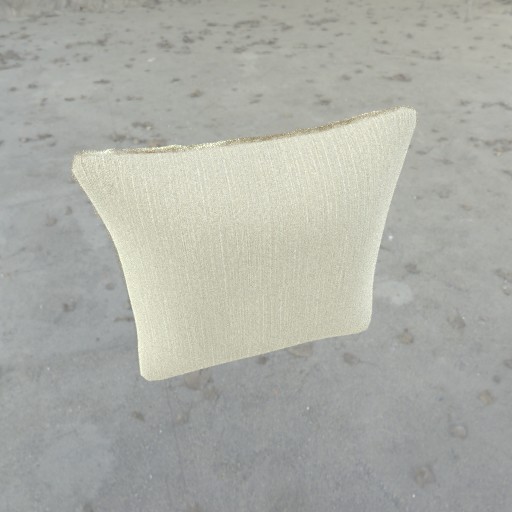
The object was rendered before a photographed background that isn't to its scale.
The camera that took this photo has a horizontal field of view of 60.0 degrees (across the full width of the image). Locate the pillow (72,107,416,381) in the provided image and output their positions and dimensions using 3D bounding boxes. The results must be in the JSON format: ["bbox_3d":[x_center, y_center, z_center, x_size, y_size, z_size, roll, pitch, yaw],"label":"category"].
[{"bbox_3d":[0.000,0.000,0.822,0.538,0.525,0.216,-11,41,-13],"label":"pillow"}]
